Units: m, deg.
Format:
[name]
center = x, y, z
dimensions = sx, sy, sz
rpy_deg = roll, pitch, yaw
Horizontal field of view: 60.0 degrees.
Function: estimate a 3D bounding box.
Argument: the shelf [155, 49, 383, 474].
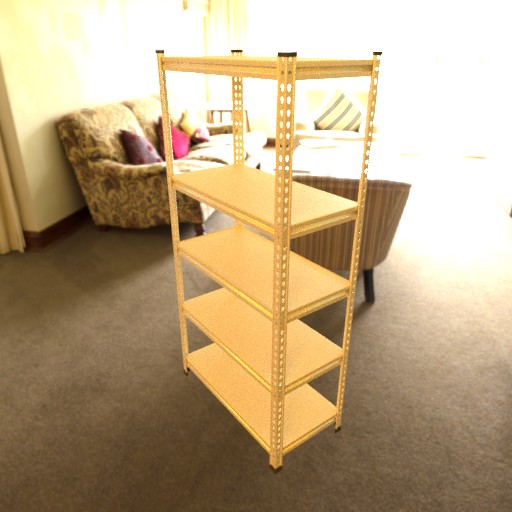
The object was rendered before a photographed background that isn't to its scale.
[shelf]
center = 0.000, 0.000, 2.173
dimensions = 0.457, 1.829, 0.914
rpy_deg = -18, 31, -33
